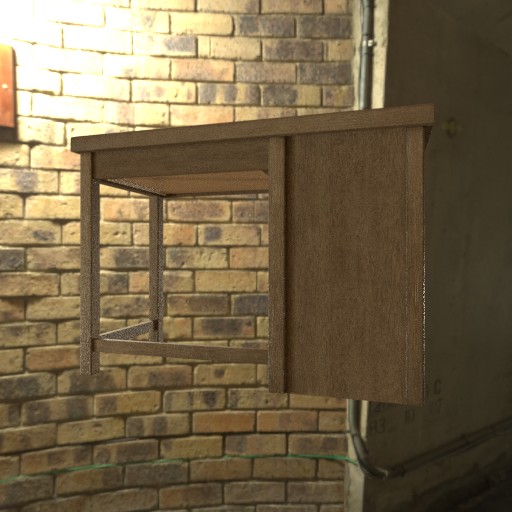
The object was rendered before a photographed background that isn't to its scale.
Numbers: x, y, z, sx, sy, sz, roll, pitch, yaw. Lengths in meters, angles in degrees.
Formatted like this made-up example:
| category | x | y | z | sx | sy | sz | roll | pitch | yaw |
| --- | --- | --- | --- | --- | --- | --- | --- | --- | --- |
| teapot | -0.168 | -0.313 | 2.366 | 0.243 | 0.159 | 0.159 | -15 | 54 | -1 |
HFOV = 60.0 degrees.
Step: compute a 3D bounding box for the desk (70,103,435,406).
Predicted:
| category | x | y | z | sx | sy | sz | roll | pitch | yaw |
| --- | --- | --- | --- | --- | --- | --- | --- | --- | --- |
| desk | 0.000 | 0.000 | 1.788 | 1.289 | 0.912 | 0.610 | 0 | 0 | 17 |
